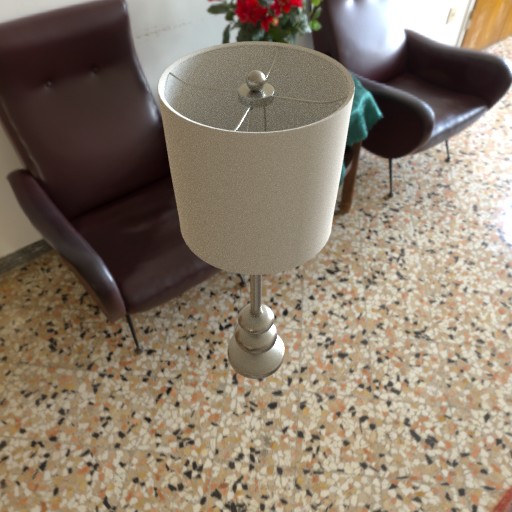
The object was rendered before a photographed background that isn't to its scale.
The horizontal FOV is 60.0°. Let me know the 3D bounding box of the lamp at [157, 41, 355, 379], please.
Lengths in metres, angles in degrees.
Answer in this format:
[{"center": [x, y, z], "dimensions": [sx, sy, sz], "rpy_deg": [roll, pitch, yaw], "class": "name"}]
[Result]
[{"center": [0.000, 0.000, 0.817], "dimensions": [0.254, 0.690, 0.254], "rpy_deg": [11, 48, 10], "class": "lamp"}]
